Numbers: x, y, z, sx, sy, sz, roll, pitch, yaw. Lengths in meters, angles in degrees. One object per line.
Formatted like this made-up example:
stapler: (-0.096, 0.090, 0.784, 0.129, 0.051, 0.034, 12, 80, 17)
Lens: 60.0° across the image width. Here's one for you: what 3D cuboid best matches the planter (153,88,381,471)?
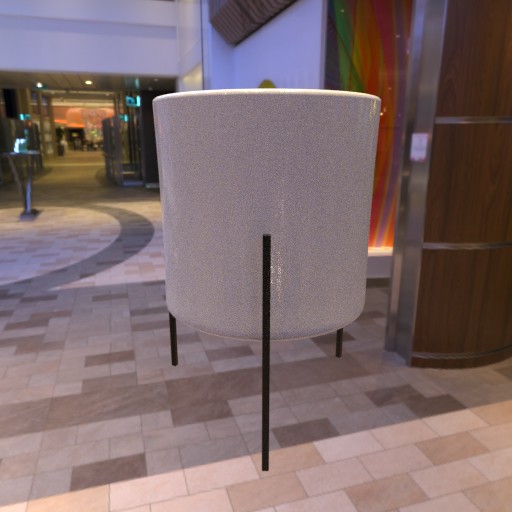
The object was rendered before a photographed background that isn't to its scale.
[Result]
planter: (0.000, 0.000, 0.723, 0.361, 0.480, 0.360, 7, 17, 25)
